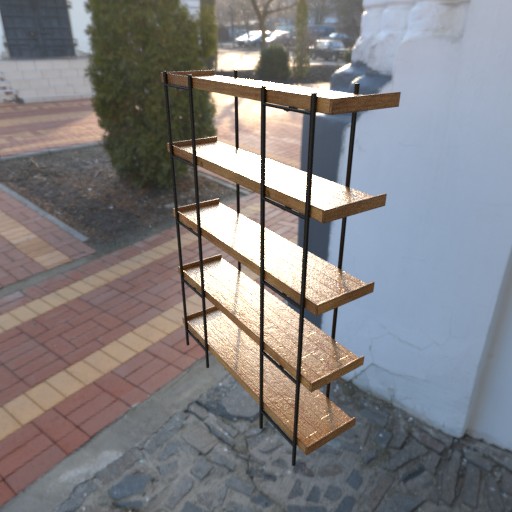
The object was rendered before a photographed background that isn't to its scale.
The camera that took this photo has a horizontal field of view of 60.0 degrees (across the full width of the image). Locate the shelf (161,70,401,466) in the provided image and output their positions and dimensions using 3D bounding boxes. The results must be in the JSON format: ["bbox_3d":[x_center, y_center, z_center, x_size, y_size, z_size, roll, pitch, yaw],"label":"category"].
[{"bbox_3d":[0.000,0.000,2.436,0.379,1.826,1.371,-17,31,-31],"label":"shelf"}]
